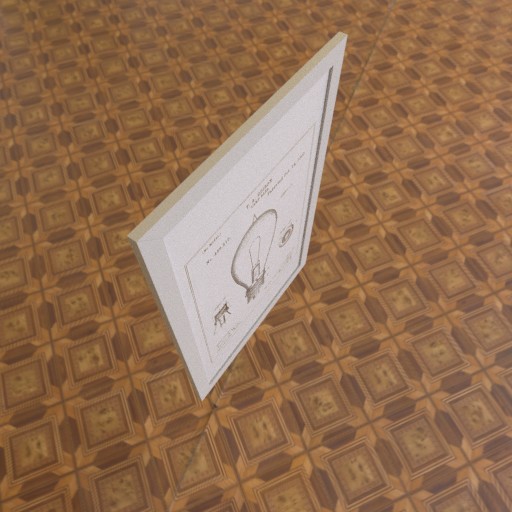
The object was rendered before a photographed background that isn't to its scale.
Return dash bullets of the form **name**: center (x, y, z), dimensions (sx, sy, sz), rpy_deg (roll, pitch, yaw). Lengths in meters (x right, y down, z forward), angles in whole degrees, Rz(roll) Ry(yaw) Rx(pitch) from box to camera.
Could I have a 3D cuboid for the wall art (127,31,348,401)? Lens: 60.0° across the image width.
- **wall art**: center (0.000, 0.000, 0.604), dimensions (0.010, 0.474, 0.325), rpy_deg (31, 63, 18)
